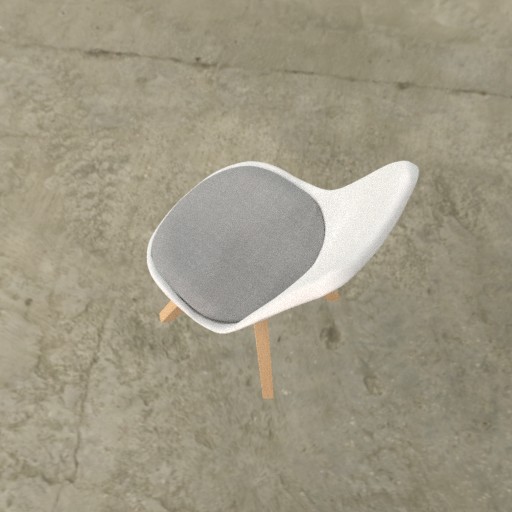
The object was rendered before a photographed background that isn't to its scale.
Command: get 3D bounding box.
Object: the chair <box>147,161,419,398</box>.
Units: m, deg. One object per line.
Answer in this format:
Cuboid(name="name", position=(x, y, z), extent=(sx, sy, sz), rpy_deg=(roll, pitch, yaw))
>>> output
Cuboid(name="chair", position=(0.000, 0.000, 1.170), extent=(0.550, 0.850, 0.485), rpy_deg=(33, 68, 15))
